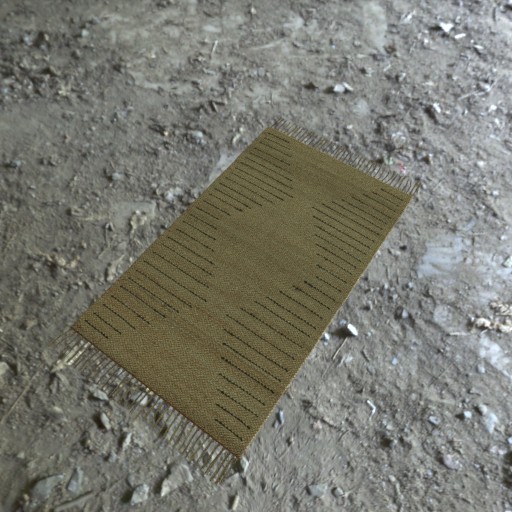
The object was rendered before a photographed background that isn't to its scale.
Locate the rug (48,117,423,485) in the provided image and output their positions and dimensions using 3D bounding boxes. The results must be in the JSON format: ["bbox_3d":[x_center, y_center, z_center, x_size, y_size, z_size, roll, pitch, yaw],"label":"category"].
[{"bbox_3d":[0.000,0.000,2.055,0.905,0.017,1.718,31,63,17],"label":"rug"}]
